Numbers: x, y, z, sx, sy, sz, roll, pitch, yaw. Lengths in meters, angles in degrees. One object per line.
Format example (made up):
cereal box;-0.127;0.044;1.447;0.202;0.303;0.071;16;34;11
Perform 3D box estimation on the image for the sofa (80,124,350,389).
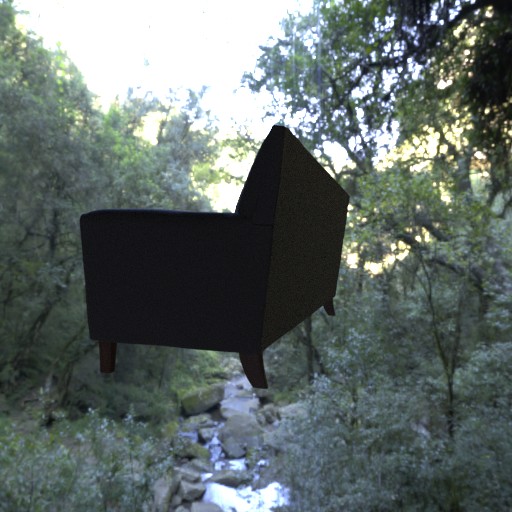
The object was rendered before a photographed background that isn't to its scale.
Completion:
sofa;0.000;0.000;2.507;0.843;0.907;2.002;0;1;18
